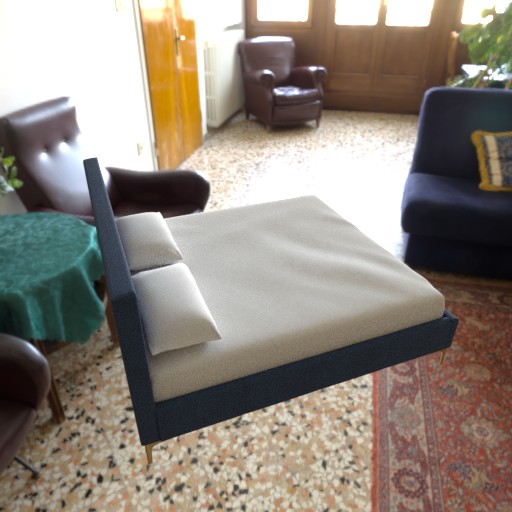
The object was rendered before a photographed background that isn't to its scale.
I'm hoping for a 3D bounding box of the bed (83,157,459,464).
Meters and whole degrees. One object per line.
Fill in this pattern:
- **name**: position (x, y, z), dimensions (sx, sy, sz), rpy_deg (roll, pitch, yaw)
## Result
- **bed**: position (0.000, 0.000, 3.468), dimensions (2.232, 1.231, 2.096), rpy_deg (-12, 33, -18)
